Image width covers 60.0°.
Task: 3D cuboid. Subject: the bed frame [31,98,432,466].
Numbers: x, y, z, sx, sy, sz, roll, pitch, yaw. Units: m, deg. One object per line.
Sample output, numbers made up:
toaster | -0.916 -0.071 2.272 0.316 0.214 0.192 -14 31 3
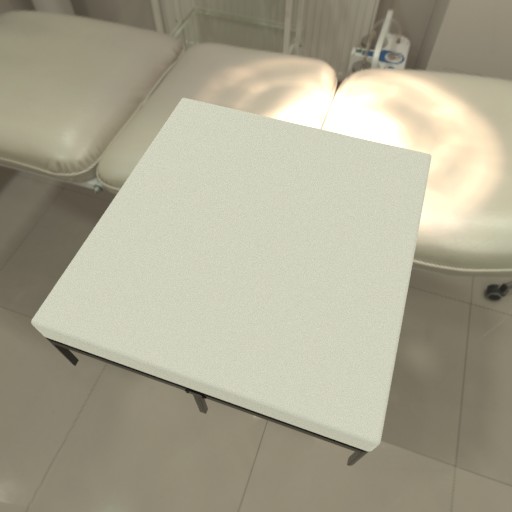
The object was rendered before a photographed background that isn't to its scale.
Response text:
bed frame | 0.000 0.000 3.075 1.963 0.659 2.079 16 58 10
